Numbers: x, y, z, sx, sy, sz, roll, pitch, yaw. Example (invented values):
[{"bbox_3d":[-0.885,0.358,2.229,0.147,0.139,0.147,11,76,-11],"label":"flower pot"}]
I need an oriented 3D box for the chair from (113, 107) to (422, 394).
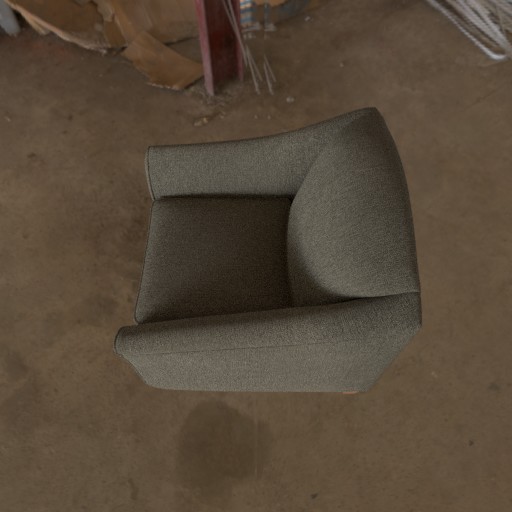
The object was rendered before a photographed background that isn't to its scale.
[{"bbox_3d":[0.000,0.000,1.470,0.787,0.839,0.763,0,59,0],"label":"chair"}]
